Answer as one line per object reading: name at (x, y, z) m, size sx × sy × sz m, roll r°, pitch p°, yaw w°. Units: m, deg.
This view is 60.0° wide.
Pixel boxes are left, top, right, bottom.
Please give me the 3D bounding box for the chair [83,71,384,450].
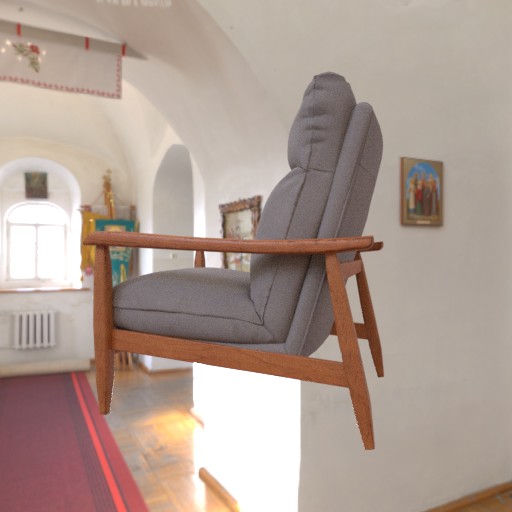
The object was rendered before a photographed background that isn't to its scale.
chair at (0.000, 0.000, 1.489) m, size 0.816 × 0.922 × 0.782 m, roll 0°, pitch 1°, yaw 18°
